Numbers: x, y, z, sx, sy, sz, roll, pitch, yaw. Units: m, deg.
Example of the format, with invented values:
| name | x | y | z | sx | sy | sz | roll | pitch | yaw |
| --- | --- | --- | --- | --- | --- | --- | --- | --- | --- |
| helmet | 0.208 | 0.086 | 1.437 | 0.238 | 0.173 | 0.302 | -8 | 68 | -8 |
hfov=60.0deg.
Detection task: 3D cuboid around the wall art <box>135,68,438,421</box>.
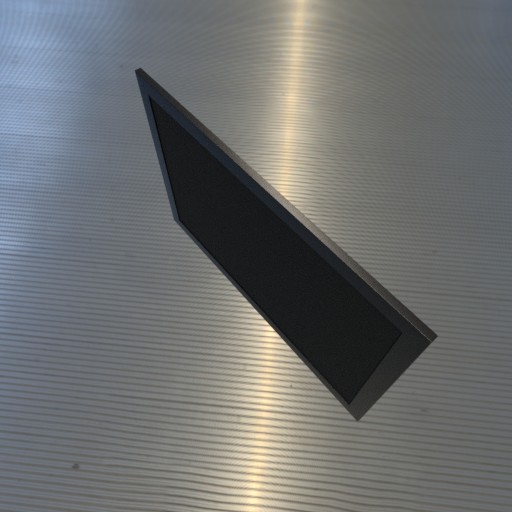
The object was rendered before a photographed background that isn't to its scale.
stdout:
| name | x | y | z | sx | sy | sz | roll | pitch | yaw |
| --- | --- | --- | --- | --- | --- | --- | --- | --- | --- |
| wall art | 0.000 | 0.000 | 0.846 | 0.013 | 0.447 | 0.660 | -35 | 65 | -20 |
